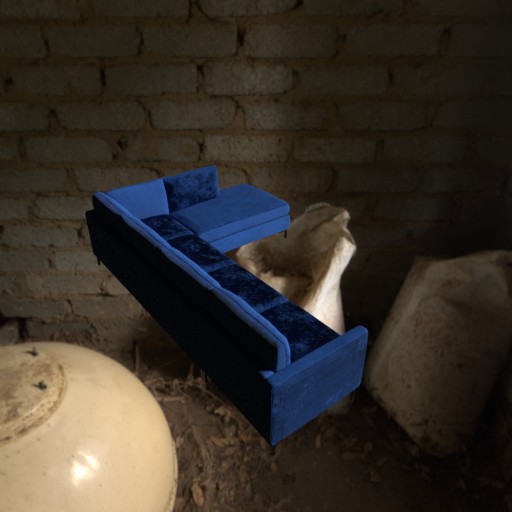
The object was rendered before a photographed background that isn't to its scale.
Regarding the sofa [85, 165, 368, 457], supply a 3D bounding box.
[{"bbox_3d":[0.000,0.000,3.354,1.707,0.687,2.486,-21,36,-32],"label":"sofa"}]
